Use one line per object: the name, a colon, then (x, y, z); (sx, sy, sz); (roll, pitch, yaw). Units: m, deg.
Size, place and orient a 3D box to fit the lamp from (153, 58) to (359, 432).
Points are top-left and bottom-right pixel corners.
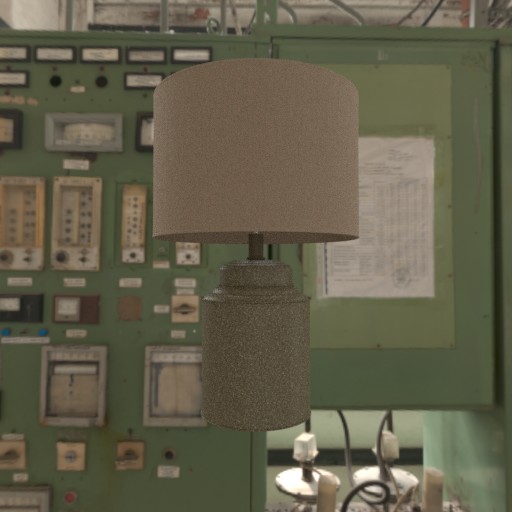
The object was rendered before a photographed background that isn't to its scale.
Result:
lamp: (0.000, 0.000, 0.699); (0.318, 0.486, 0.318); (0, -1, 0)
